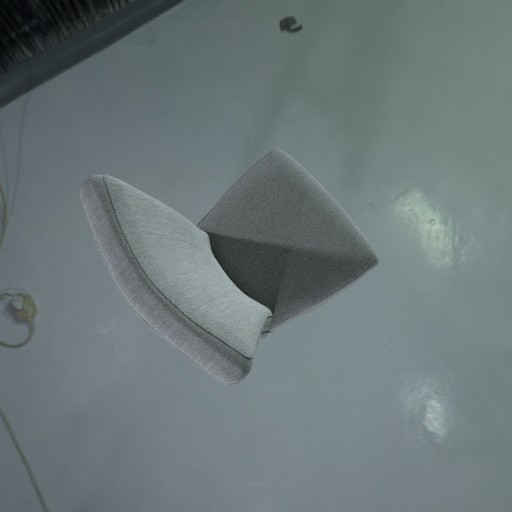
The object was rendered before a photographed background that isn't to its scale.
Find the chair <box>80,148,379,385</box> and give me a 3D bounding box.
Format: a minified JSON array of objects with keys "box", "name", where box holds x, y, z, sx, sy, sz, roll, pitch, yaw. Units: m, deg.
[{"box":[0.000,0.000,1.370,0.660,0.991,0.520,-38,79,-9],"name":"chair"}]
